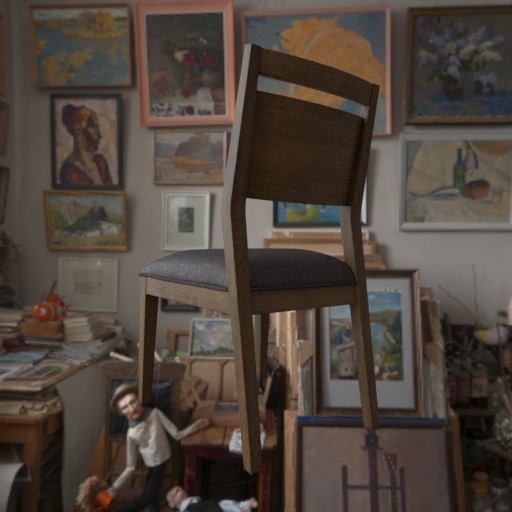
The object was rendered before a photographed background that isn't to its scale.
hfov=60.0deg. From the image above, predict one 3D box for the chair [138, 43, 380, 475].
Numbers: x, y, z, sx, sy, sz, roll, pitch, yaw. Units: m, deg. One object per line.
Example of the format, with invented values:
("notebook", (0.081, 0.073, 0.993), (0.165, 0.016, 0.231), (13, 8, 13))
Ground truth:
("chair", (0.000, 0.000, 1.308), (0.501, 0.939, 0.610), (-1, 1, -36))
